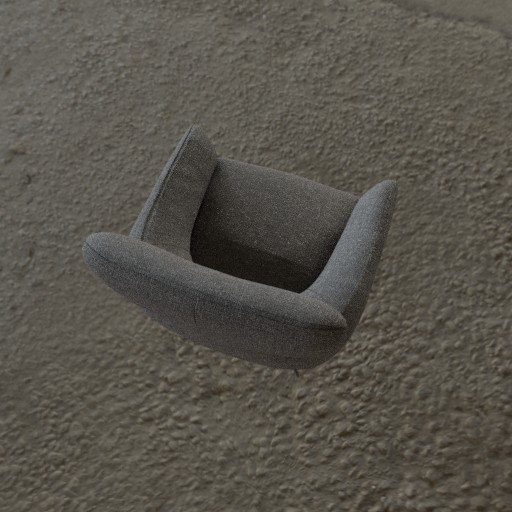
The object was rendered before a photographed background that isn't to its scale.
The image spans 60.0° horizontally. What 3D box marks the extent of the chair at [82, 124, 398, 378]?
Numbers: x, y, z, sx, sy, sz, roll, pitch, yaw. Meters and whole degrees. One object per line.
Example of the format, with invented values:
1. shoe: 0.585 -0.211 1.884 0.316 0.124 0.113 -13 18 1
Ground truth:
1. chair: 0.000 0.000 1.360 0.706 0.812 0.715 18 63 9
